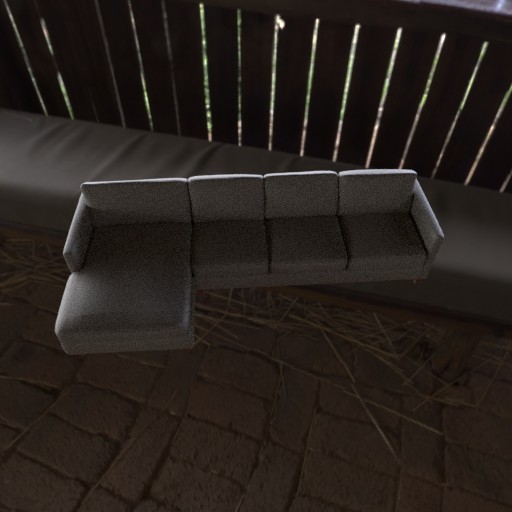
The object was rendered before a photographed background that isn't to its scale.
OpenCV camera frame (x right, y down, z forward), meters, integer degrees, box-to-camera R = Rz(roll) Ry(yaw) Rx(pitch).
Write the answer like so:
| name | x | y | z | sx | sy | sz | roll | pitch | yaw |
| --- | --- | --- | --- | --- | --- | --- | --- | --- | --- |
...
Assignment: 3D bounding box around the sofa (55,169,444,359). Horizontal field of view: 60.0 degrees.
| name | x | y | z | sx | sy | sz | roll | pitch | yaw |
| --- | --- | --- | --- | --- | --- | --- | --- | --- | --- |
| sofa | 0.000 | 0.000 | 3.893 | 3.201 | 0.876 | 1.502 | -3 | 48 | -2 |
